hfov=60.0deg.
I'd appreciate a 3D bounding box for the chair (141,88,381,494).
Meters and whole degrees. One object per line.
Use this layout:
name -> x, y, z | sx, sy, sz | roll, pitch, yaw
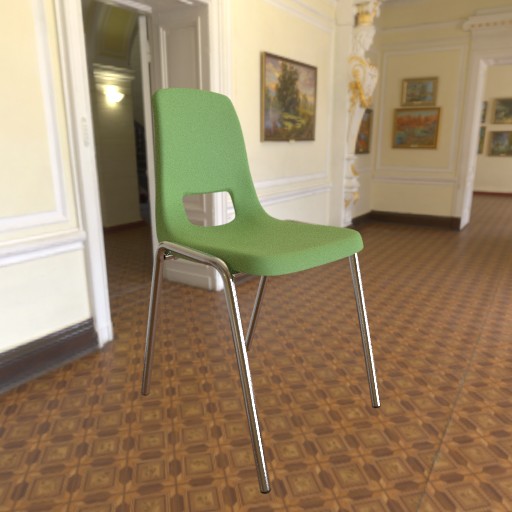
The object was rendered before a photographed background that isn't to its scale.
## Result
chair -> 0.000, 0.000, 0.947 | 0.381, 0.704, 0.436 | -14, 20, -43
